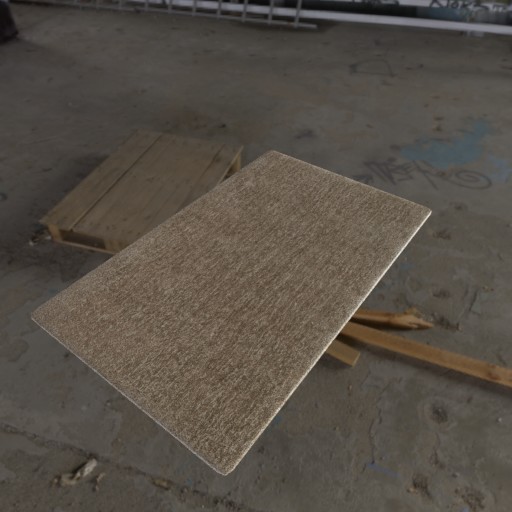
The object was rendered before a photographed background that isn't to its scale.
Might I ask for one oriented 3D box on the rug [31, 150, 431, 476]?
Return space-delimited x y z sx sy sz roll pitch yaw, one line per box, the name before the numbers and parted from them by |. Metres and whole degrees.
rug | 0.000 0.000 3.015 1.539 0.024 2.469 27 49 26
